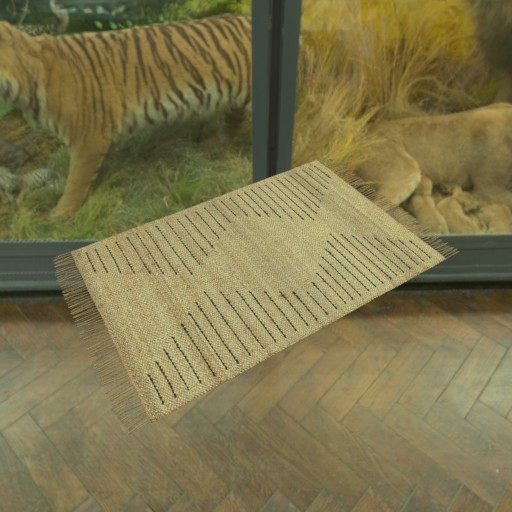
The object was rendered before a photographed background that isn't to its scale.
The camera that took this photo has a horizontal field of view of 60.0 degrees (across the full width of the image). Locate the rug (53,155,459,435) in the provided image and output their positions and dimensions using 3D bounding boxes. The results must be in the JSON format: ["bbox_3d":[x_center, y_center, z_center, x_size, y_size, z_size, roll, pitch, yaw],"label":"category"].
[{"bbox_3d":[0.000,0.000,2.586,2.085,0.027,1.224,-24,50,-22],"label":"rug"}]
